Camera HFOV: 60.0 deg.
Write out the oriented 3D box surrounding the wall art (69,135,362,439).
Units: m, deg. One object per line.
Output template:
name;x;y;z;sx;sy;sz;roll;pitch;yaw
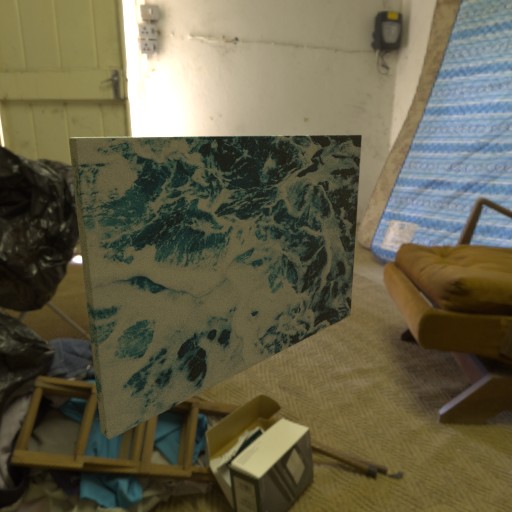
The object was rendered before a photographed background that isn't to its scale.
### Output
wall art;0.000;0.000;1.942;0.055;1.017;1.524;15;21;42
